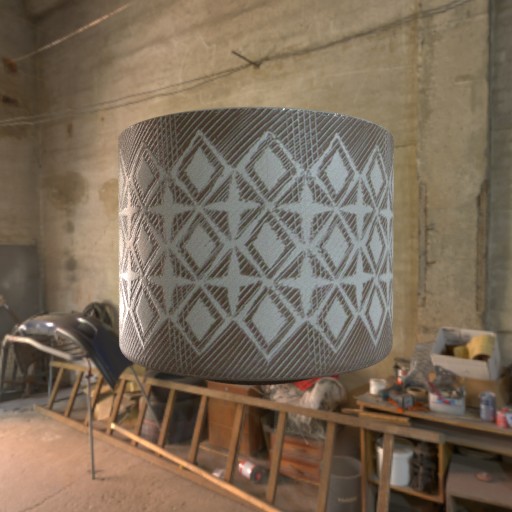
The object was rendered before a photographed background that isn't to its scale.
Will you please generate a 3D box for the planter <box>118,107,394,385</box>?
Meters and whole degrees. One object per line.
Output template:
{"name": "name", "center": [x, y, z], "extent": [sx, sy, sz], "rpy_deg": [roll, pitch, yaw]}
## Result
{"name": "planter", "center": [0.000, 0.000, 0.214], "extent": [0.126, 0.104, 0.126], "rpy_deg": [0, 1, 0]}
